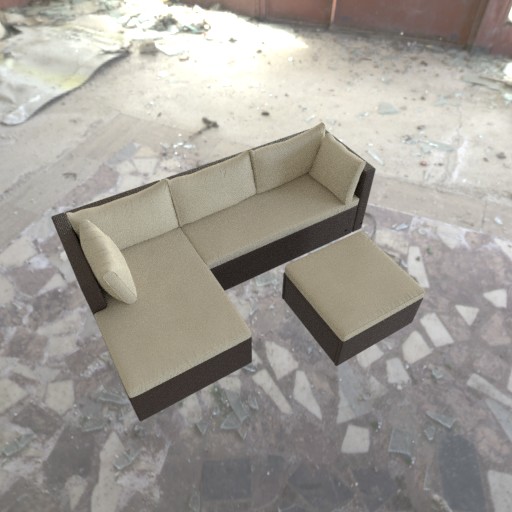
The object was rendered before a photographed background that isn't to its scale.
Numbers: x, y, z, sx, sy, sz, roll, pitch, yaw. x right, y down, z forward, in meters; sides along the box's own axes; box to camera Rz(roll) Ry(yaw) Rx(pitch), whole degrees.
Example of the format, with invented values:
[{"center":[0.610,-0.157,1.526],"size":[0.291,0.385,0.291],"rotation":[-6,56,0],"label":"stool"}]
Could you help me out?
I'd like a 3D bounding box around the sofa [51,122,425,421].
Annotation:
[{"center":[0.000,0.000,3.011],"size":[2.192,0.766,1.612],"rotation":[-24,52,-20],"label":"sofa"}]
